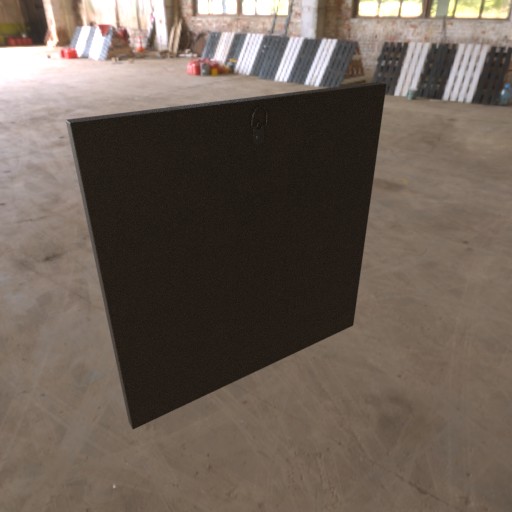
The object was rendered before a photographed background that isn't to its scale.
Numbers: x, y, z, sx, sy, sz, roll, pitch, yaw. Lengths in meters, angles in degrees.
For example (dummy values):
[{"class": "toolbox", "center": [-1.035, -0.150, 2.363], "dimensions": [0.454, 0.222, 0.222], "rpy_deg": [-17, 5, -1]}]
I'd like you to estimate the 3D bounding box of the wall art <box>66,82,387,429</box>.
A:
[{"class": "wall art", "center": [0.000, 0.000, 1.186], "dimensions": [0.805, 0.807, 0.043], "rpy_deg": [-18, 34, -28]}]
